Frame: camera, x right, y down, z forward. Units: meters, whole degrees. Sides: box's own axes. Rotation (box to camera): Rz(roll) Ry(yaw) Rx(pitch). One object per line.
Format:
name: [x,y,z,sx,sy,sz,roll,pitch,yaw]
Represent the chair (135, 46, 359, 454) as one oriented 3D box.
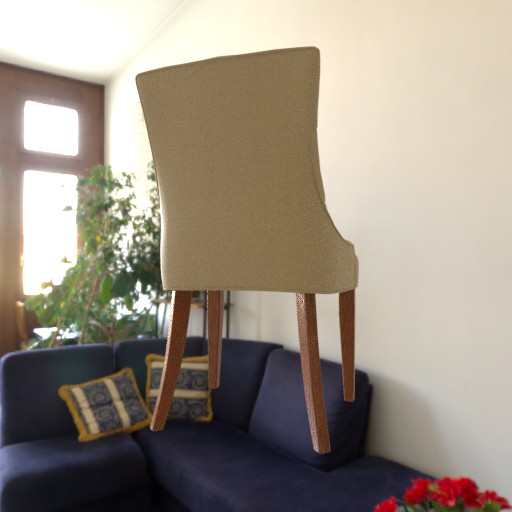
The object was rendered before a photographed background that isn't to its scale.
chair: [0.000,0.000,1.212,0.509,0.874,0.565,0,-1,18]
